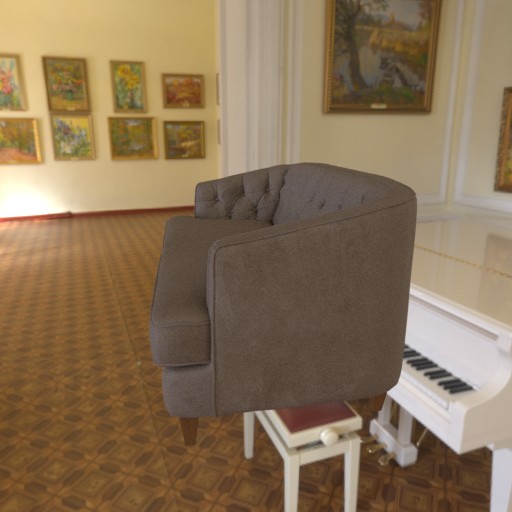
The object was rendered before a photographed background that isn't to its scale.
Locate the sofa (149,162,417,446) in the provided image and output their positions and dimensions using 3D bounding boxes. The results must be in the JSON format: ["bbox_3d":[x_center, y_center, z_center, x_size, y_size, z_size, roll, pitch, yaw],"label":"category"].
[{"bbox_3d":[0.000,0.000,2.204,0.941,0.855,1.733,-2,16,-9],"label":"sofa"}]
